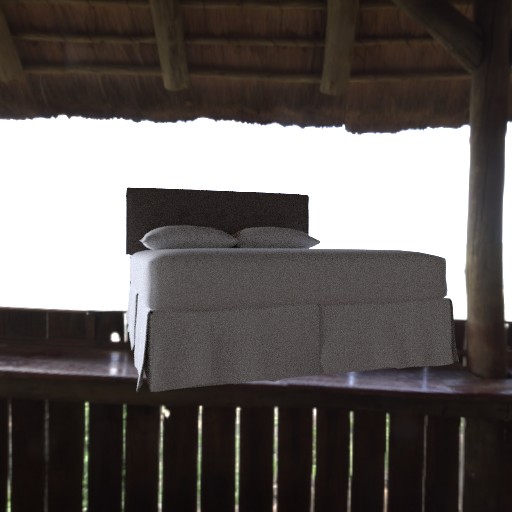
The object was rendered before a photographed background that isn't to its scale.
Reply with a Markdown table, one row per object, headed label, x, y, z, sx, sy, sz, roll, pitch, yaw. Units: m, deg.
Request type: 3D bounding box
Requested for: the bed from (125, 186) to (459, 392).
| label | x | y | z | sx | sy | sz | roll | pitch | yaw |
| --- | --- | --- | --- | --- | --- | --- | --- | --- | --- |
| bed | 0.000 | 0.000 | 2.894 | 1.610 | 1.089 | 1.894 | 0 | 1 | -18 |
